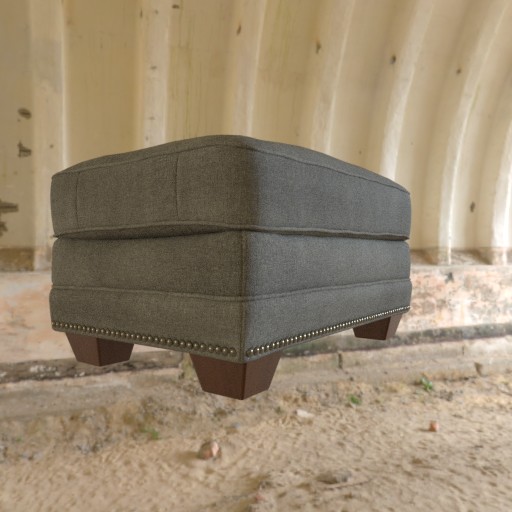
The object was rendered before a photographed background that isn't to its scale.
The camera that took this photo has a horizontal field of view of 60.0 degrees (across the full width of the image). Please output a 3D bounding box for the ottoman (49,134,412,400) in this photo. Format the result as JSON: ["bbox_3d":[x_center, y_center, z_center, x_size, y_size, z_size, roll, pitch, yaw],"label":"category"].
[{"bbox_3d":[0.000,0.000,1.105,0.561,0.457,0.813,0,0,36],"label":"ottoman"}]
